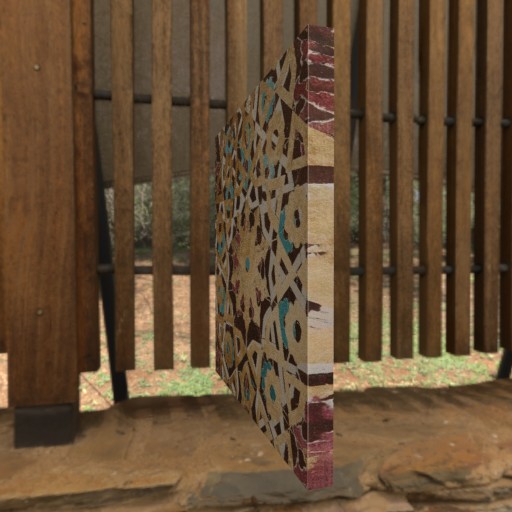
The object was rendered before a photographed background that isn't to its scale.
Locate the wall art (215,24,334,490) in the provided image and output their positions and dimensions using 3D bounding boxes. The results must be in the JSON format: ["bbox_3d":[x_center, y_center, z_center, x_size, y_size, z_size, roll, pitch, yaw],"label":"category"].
[{"bbox_3d":[0.000,0.000,0.880,0.041,0.613,0.609,0,1,-17],"label":"wall art"}]
